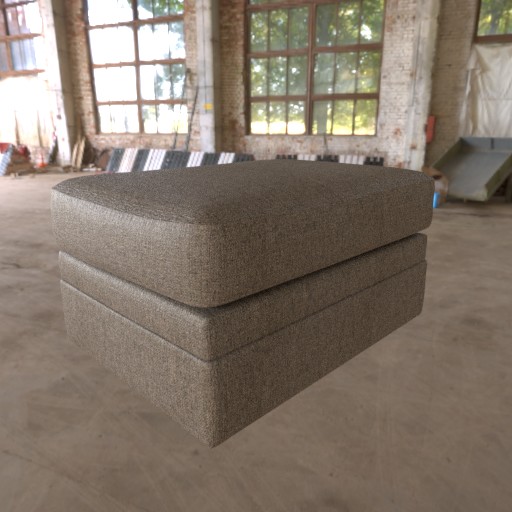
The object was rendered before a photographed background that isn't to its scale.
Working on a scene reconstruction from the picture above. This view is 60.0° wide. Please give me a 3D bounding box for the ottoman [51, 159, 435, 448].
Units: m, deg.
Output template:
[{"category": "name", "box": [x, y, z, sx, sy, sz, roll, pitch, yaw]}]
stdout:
[{"category": "ottoman", "box": [0.000, 0.000, 1.221, 0.637, 0.478, 0.885, 16, 23, 42]}]
